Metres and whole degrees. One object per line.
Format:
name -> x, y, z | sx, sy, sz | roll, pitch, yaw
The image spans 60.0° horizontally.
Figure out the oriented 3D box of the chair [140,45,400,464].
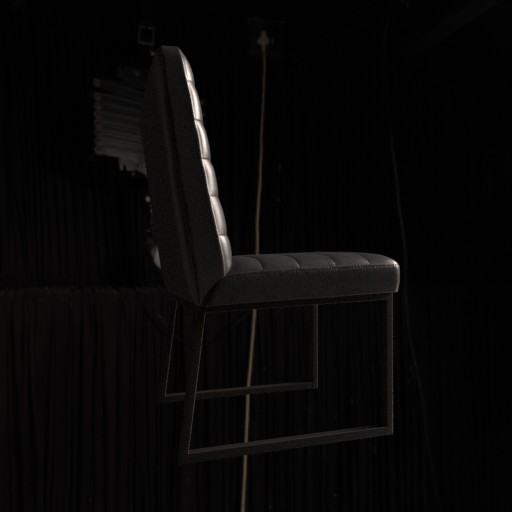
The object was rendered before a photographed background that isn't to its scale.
chair -> 0.000, 0.000, 1.284 | 0.634, 0.930, 0.520 | 0, -1, -18
